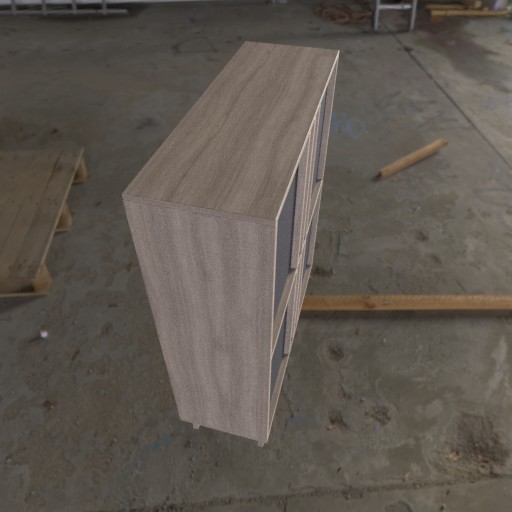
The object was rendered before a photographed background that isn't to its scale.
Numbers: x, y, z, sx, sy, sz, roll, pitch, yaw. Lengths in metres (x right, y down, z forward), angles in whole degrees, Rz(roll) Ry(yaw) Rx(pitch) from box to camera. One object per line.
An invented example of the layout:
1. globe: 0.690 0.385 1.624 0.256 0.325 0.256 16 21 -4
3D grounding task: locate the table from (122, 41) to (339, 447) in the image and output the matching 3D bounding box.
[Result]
1. table: 0.000 0.000 1.937 0.398 1.388 1.111 11 46 11
